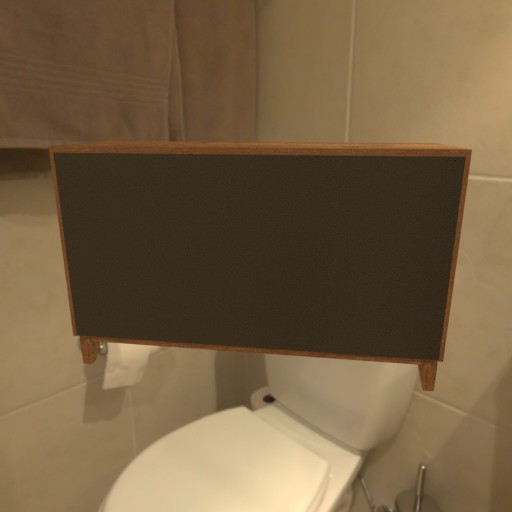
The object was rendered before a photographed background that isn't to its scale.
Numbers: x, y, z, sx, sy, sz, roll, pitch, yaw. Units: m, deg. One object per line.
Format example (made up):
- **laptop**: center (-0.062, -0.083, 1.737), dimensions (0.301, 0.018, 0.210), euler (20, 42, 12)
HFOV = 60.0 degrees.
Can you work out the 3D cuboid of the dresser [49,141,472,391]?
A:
- **dresser**: center (0.000, 0.000, 1.786), dimensions (1.400, 0.873, 0.446), euler (2, 17, 8)
